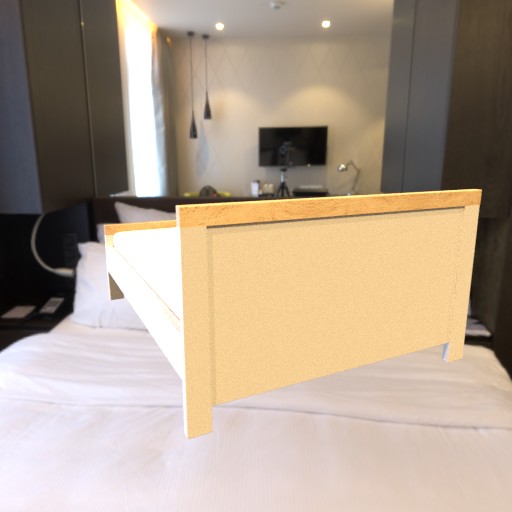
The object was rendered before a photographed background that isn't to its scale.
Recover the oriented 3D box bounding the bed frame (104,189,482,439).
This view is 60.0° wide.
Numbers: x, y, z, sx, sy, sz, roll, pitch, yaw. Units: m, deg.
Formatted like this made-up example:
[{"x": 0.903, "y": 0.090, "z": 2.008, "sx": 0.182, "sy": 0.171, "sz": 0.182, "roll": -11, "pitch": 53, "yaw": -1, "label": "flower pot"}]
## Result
[{"x": 0.000, "y": 0.000, "z": 3.003, "sx": 1.670, "sy": 0.980, "sz": 2.050, "roll": -7, "pitch": 15, "yaw": -26, "label": "bed frame"}]
